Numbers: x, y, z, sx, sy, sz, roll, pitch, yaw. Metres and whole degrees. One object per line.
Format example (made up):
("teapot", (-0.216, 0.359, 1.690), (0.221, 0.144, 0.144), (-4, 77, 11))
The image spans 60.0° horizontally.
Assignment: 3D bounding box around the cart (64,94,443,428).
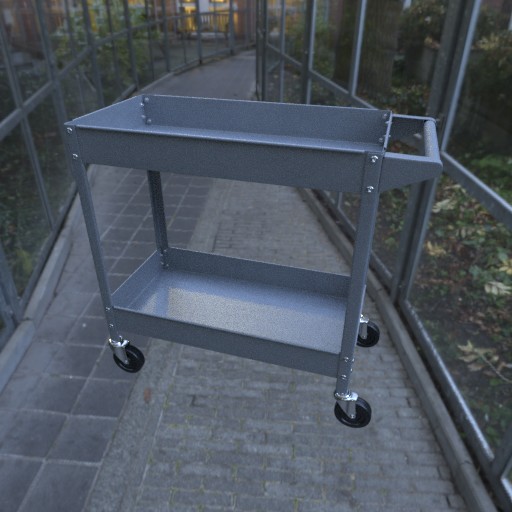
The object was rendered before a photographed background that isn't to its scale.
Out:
("cart", (0.000, 0.000, 1.174), (0.779, 0.719, 0.366), (9, 32, 15))
